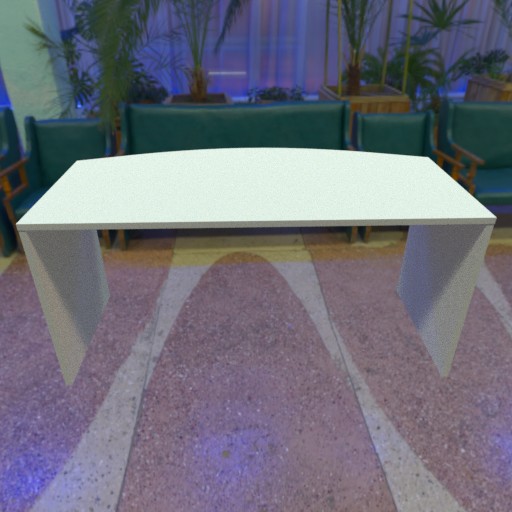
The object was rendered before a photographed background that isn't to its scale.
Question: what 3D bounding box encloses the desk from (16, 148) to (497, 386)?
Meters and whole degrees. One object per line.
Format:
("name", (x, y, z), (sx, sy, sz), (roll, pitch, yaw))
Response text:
("desk", (0.000, 0.000, 2.009), (1.600, 0.750, 0.802), (-1, 31, -2))
